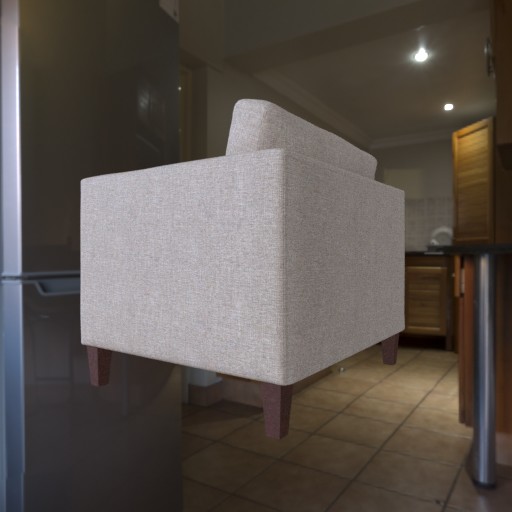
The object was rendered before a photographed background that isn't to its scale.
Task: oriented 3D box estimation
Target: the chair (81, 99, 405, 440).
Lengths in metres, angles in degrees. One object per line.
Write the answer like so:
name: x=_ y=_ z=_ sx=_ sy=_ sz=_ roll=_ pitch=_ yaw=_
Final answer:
chair: x=0.000 y=0.000 z=1.870 sx=0.959 sy=0.987 sz=1.107 roll=1 pitch=1 yaw=35
